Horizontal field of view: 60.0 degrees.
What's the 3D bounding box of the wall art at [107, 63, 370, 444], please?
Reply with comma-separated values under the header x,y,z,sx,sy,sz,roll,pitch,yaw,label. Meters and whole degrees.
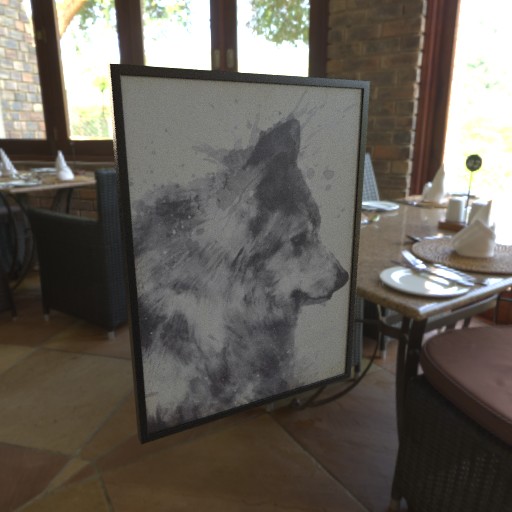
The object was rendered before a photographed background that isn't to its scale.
x,y,z,sx,sy,sz,roll,pitch,yaw,label
0.000,0.000,1.388,0.804,1.061,0.039,-8,18,-27,wall art
